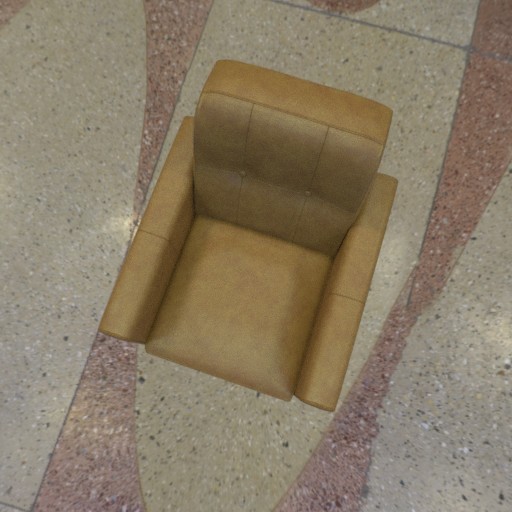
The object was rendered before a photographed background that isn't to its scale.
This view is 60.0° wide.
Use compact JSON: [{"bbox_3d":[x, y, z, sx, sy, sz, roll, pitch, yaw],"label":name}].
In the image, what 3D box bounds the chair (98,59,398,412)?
[{"bbox_3d":[0.000,0.000,1.684,0.845,0.968,0.942,18,77,4],"label":"chair"}]
